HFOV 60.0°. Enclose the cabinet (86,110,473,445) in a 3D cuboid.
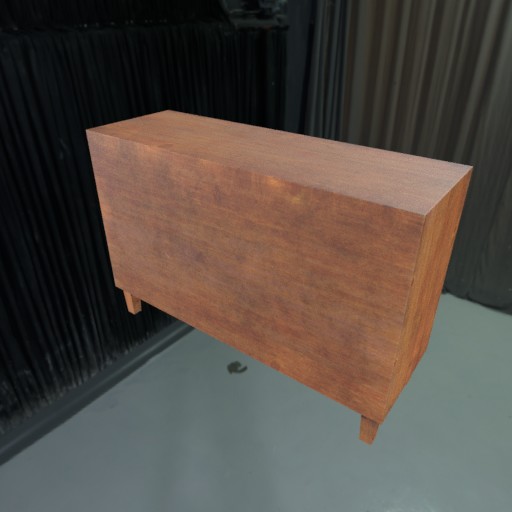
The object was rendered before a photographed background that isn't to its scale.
[{"bbox_3d":[0.000,0.000,1.602,1.204,0.805,0.403,20,36,31],"label":"cabinet"}]
